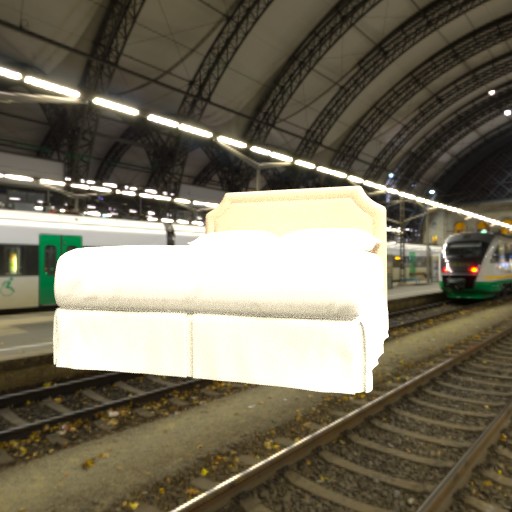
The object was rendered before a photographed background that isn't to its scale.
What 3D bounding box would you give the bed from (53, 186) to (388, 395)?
[{"bbox_3d":[0.000,0.000,3.824,2.134,1.524,2.548,0,-1,19],"label":"bed"}]
